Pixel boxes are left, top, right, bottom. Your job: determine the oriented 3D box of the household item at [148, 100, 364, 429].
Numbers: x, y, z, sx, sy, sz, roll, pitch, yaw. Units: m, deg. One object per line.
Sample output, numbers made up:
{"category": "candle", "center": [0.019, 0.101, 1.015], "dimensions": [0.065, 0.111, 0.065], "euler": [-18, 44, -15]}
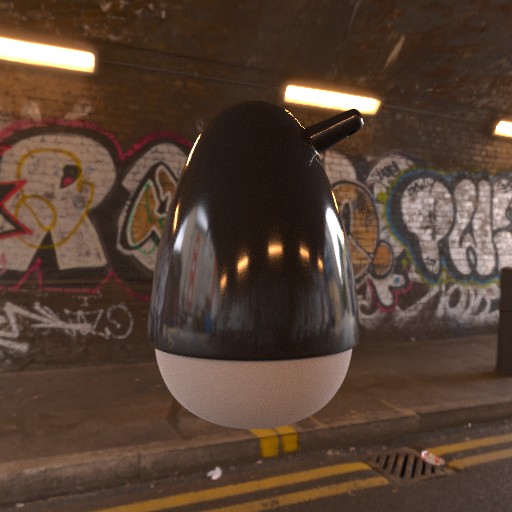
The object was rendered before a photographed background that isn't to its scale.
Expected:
{"category": "household item", "center": [0.000, 0.000, 0.219], "dimensions": [0.104, 0.152, 0.102], "euler": [0, -1, 18]}
